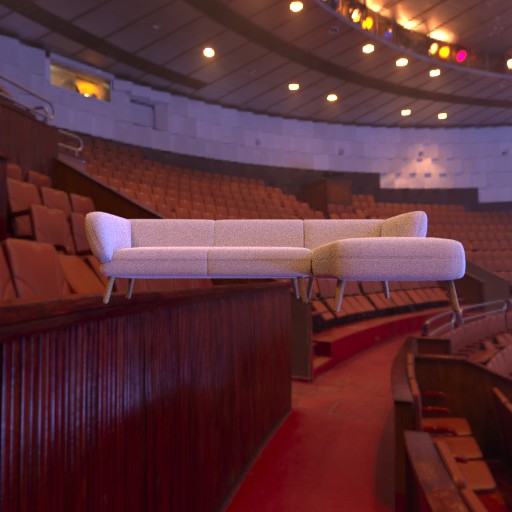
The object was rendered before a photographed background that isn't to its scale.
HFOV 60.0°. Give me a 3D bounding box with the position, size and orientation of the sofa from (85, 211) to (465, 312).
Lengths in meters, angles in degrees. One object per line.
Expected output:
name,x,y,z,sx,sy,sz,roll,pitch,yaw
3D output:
sofa,0.000,0.000,3.395,2.660,0.730,1.610,0,-2,0
